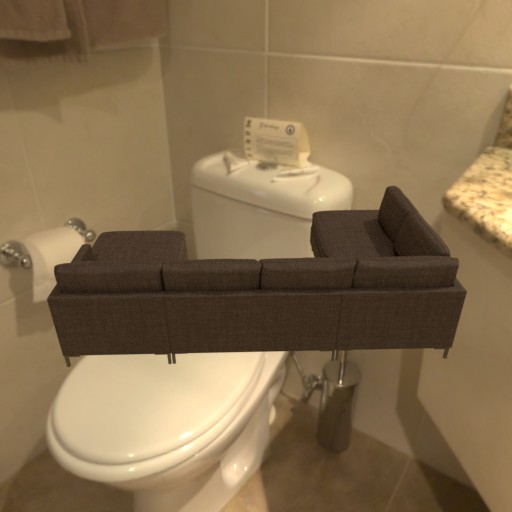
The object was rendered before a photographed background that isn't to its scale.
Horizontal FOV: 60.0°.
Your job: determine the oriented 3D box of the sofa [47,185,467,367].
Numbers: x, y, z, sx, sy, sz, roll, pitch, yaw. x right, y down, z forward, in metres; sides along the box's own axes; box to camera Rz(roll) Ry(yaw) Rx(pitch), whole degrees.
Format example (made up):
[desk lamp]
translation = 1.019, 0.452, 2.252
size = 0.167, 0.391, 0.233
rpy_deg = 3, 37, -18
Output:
[sofa]
translation = 0.000, 0.000, 4.514
size = 3.423, 0.999, 2.048
rpy_deg = -1, 30, -1
